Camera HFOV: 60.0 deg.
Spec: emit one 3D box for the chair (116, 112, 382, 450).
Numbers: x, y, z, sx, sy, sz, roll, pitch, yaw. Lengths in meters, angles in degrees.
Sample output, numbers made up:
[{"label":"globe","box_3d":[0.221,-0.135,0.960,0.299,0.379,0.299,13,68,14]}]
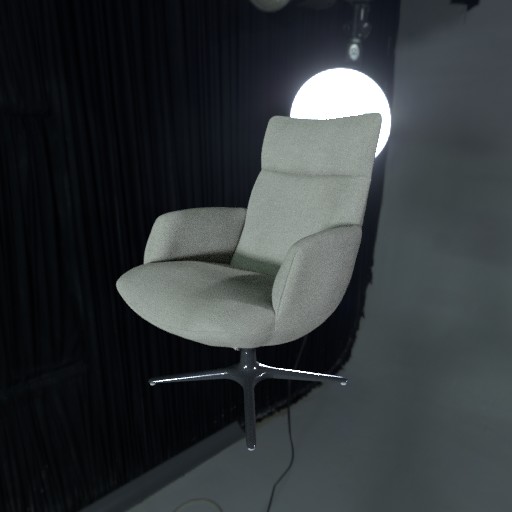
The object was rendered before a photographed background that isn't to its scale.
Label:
[{"label":"chair","box_3d":[0.000,0.000,1.627,0.711,1.016,0.889,14,21,42]}]
